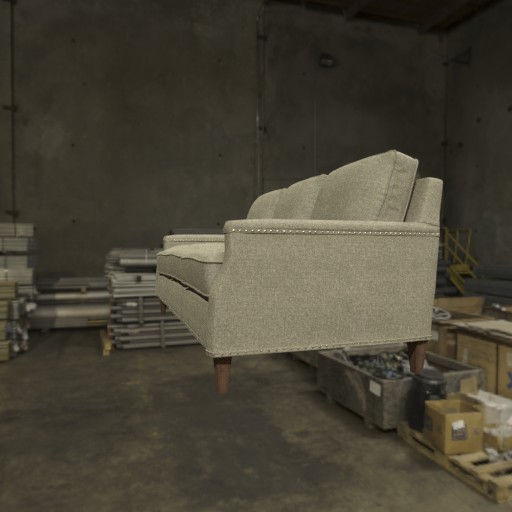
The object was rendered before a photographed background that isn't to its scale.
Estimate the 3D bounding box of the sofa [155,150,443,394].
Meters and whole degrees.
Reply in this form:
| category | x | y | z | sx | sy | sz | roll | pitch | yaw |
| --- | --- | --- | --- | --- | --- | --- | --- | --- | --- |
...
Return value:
| category | x | y | z | sx | sy | sz | roll | pitch | yaw |
| --- | --- | --- | --- | --- | --- | --- | --- | --- | --- |
| sofa | 0.000 | 0.000 | 2.838 | 1.084 | 1.003 | 2.246 | 0 | 1 | -18 |
